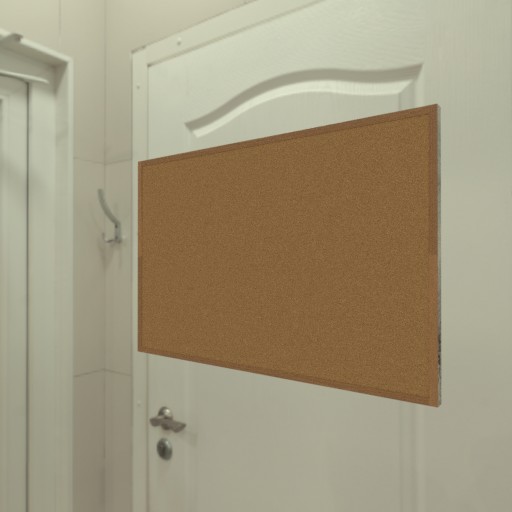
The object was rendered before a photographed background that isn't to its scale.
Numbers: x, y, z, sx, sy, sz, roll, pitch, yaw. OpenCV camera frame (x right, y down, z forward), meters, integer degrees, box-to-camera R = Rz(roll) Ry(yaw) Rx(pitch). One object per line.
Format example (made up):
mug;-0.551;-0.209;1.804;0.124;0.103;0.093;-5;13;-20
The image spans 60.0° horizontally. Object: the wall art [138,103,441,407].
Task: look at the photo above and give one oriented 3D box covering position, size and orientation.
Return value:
wall art;0.000;0.000;1.451;1.141;0.758;0.035;0;0;36
